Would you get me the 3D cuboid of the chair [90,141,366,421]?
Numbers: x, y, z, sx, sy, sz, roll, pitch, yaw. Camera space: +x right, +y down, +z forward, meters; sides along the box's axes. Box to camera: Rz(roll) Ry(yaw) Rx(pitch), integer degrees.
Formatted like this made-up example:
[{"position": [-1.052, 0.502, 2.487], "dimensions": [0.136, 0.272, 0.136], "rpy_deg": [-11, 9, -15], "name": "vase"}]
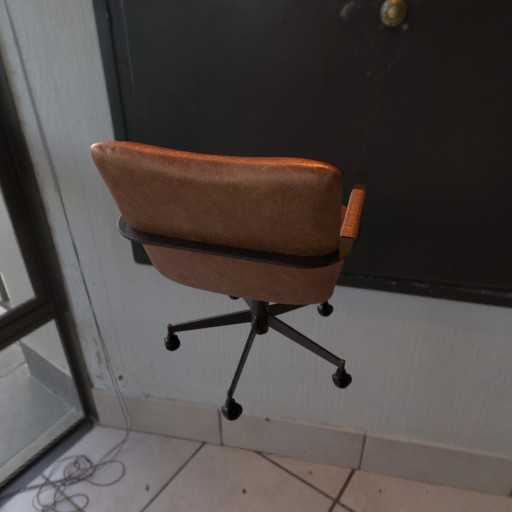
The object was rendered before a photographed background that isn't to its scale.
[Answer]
[{"position": [0.000, 0.000, 1.455], "dimensions": [0.727, 0.922, 0.754], "rpy_deg": [9, 32, 14], "name": "chair"}]
